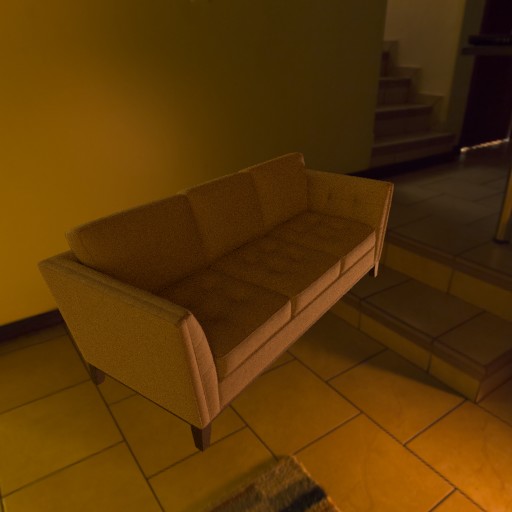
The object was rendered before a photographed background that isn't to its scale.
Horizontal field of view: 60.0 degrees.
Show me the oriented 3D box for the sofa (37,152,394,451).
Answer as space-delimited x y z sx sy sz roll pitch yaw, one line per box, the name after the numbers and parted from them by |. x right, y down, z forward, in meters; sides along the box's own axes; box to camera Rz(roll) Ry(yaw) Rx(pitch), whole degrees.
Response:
0.000 0.000 2.926 0.965 0.940 2.388 17 30 31 | sofa
